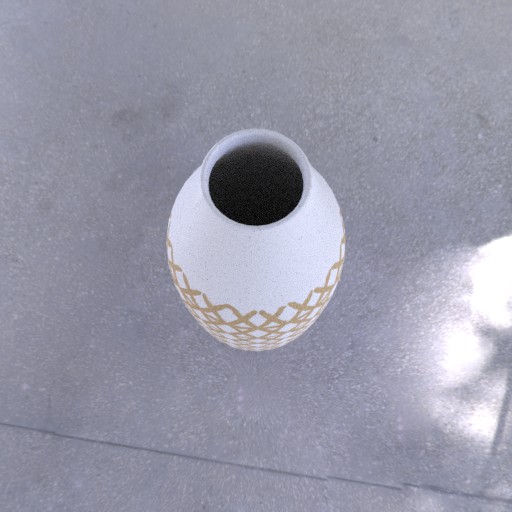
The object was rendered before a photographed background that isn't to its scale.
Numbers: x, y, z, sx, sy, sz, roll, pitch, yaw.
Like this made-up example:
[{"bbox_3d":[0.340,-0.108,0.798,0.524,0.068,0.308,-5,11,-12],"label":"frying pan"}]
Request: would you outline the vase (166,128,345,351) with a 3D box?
[{"bbox_3d":[0.000,0.000,0.476,0.186,0.380,0.186,0,74,0],"label":"vase"}]
